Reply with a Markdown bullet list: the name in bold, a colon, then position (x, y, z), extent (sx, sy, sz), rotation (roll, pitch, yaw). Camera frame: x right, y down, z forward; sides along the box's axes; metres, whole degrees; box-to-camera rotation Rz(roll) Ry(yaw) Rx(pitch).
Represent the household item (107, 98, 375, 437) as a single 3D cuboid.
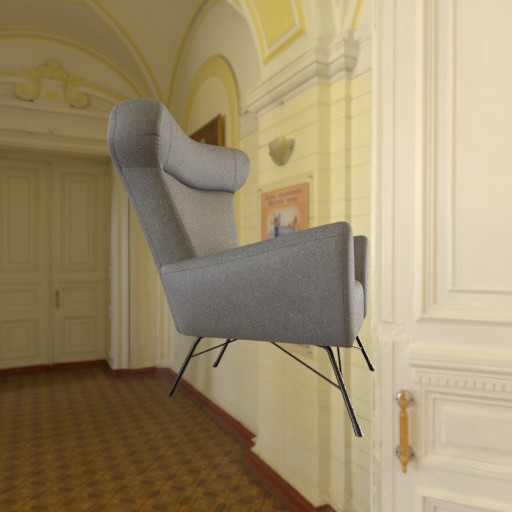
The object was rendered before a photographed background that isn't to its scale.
- **household item**: position (0.000, 0.000, 1.786), extent (0.900, 1.050, 0.980), rotation (0, 1, 18)
